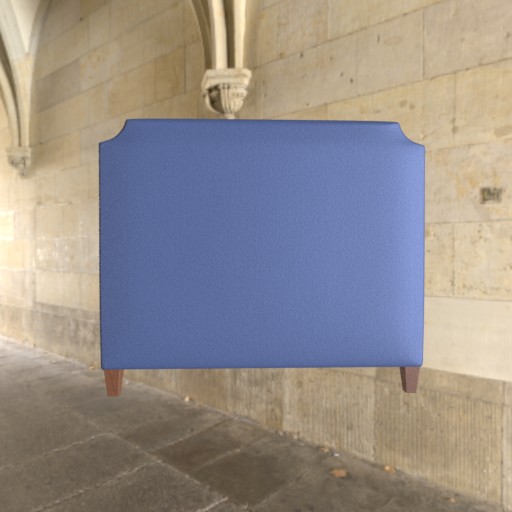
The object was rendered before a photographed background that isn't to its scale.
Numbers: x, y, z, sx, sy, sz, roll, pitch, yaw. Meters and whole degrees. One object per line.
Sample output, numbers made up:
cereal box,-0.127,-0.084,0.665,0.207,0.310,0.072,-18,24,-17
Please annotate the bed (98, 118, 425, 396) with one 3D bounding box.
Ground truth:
bed,0.000,0.000,3.454,1.712,1.443,2.372,0,0,-2
